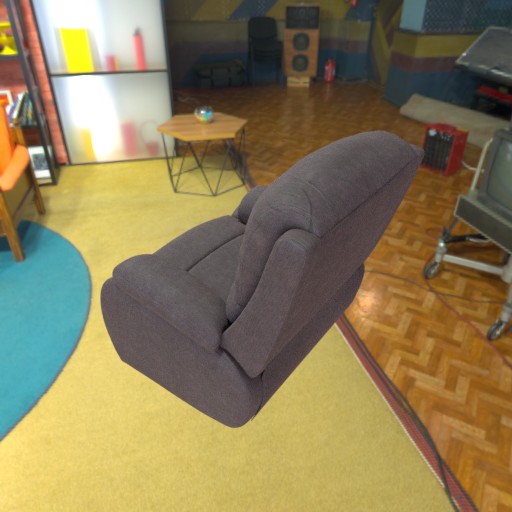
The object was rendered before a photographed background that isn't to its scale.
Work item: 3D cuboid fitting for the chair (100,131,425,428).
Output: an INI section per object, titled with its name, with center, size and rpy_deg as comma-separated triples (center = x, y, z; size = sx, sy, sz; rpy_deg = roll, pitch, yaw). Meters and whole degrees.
[chair]
center = 0.000, 0.000, 1.736
size = 0.899, 1.011, 0.930
rpy_deg = 21, 38, 29
